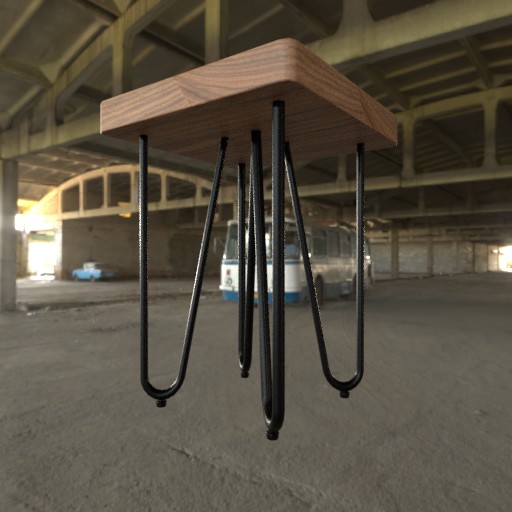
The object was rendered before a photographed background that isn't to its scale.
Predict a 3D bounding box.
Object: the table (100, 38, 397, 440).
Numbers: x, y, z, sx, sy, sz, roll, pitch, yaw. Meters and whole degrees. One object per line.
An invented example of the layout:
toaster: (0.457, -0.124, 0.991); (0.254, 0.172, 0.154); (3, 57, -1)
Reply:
table: (0.000, 0.000, 0.977); (0.480, 0.641, 0.479); (0, -1, 36)
